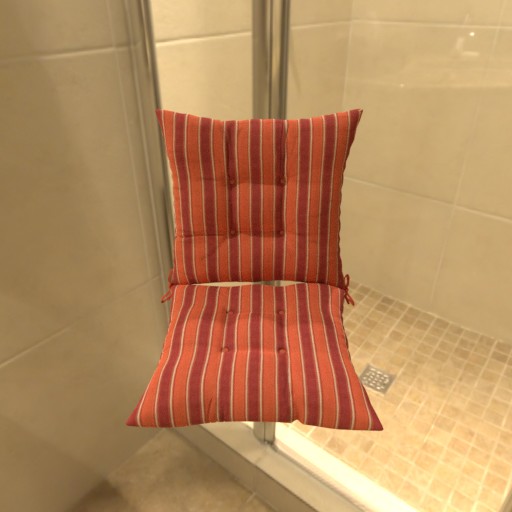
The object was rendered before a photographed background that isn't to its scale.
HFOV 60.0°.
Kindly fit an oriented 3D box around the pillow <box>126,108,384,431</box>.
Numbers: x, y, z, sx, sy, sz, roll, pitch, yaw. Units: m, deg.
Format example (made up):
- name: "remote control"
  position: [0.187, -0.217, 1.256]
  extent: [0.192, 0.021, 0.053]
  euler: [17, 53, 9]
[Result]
- name: "pillow"
  position: [0.000, 0.000, 0.997]
  extent: [0.541, 0.536, 0.585]
  euler: [1, 31, 1]
